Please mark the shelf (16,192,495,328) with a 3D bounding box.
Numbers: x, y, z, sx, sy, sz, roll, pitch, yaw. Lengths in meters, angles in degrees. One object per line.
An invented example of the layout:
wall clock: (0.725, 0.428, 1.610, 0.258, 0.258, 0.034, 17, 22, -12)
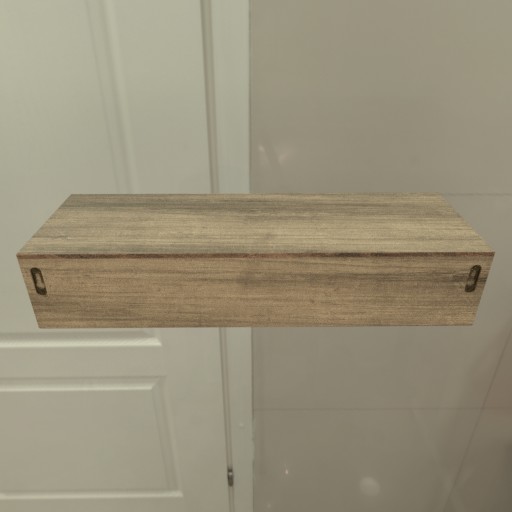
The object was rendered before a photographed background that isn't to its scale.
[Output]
shelf: (0.000, 0.000, 0.681, 0.610, 0.125, 0.200, 0, 30, -1)
